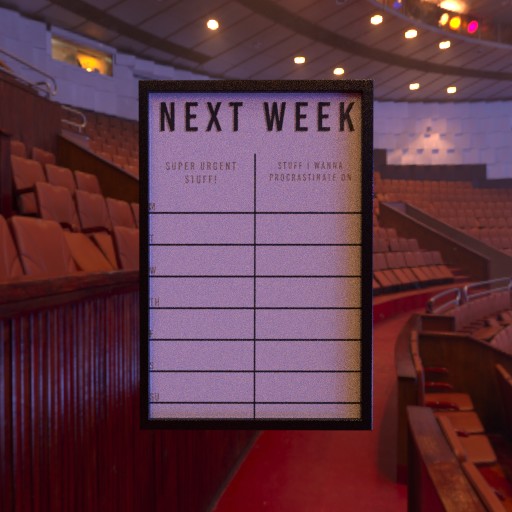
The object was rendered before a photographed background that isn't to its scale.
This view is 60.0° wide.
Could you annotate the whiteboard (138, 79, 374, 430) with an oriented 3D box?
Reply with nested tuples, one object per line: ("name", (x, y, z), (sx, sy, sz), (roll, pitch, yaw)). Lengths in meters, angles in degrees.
("whiteboard", (0.000, 0.000, 0.782), (0.406, 0.611, 0.026), (0, 1, 0))
